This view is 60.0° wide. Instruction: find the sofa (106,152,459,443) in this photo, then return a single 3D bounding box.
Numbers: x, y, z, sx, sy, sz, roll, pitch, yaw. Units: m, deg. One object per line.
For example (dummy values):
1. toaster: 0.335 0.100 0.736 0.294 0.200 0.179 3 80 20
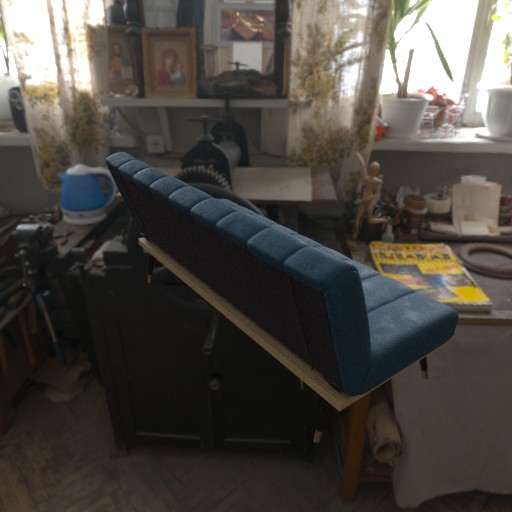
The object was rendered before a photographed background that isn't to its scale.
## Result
1. sofa: 0.000 0.000 2.273 0.830 0.825 1.810 -18 31 -32
